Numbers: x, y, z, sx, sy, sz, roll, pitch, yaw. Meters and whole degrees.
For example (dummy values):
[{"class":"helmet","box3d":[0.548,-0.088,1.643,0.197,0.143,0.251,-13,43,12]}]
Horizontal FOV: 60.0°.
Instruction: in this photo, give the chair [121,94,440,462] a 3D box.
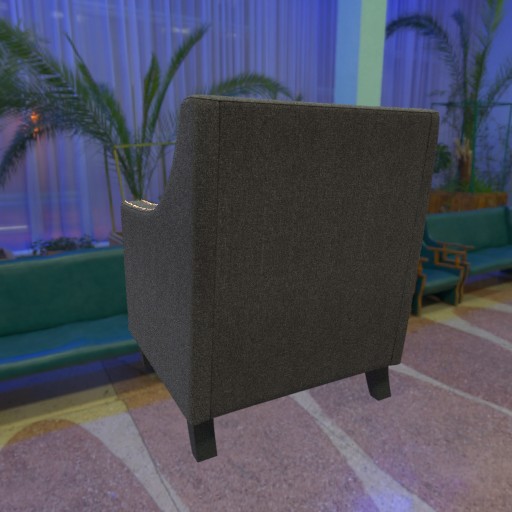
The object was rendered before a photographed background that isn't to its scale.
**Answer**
[{"class":"chair","box3d":[0.000,0.000,1.579,0.776,0.967,0.884,-7,15,-27]}]
